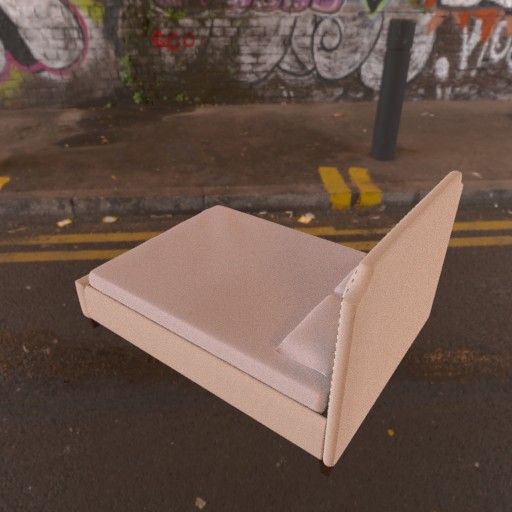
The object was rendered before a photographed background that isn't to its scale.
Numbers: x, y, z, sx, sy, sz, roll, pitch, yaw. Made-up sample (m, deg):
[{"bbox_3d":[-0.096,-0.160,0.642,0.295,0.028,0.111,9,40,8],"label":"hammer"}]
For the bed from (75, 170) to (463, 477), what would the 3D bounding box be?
[{"bbox_3d":[0.000,0.000,3.369,2.372,1.443,1.712,21,37,30],"label":"bed"}]
